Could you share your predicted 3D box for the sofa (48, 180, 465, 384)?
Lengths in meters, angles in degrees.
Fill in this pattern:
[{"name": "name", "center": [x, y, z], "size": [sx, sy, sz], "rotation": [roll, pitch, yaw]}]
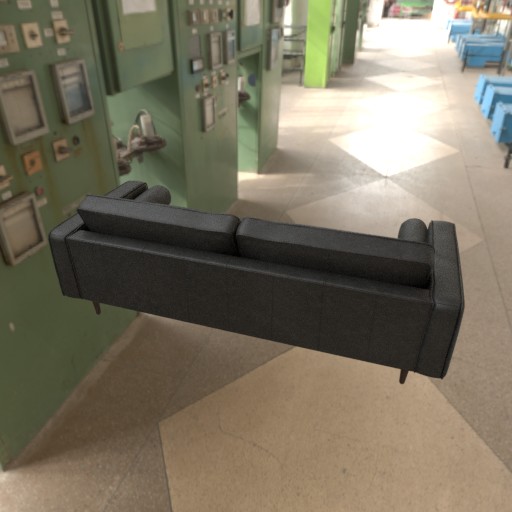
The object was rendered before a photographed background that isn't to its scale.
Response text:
[{"name": "sofa", "center": [0.000, 0.000, 2.634], "size": [2.210, 0.762, 0.914], "rotation": [10, 32, 16]}]
